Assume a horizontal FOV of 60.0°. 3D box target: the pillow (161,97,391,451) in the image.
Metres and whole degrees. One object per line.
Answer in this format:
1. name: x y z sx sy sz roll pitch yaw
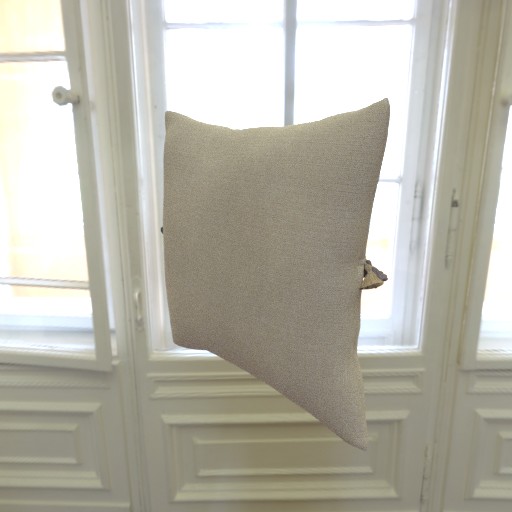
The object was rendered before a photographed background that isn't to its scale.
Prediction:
1. pillow: 0.000 0.000 0.750 0.165 0.481 0.489 -15 21 -42
